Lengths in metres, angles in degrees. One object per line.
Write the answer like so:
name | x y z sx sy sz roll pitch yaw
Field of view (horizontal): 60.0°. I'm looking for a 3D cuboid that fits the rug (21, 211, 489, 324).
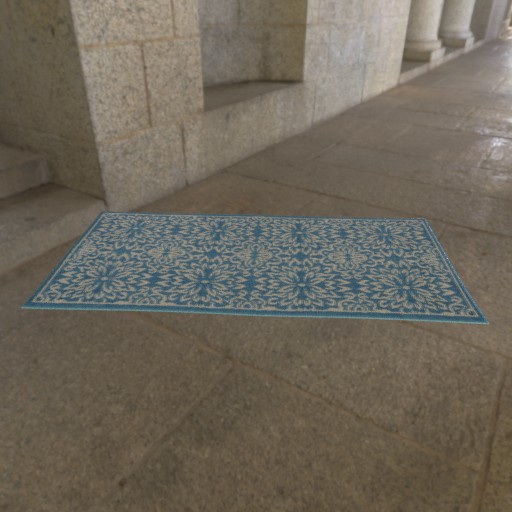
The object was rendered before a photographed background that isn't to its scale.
rug | 0.000 0.000 1.407 1.219 0.007 0.604 2 31 3
